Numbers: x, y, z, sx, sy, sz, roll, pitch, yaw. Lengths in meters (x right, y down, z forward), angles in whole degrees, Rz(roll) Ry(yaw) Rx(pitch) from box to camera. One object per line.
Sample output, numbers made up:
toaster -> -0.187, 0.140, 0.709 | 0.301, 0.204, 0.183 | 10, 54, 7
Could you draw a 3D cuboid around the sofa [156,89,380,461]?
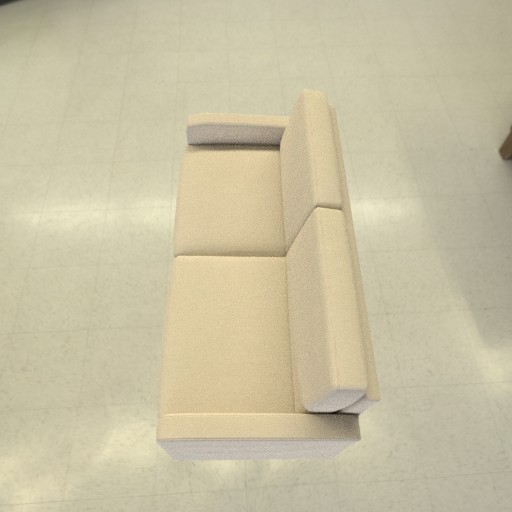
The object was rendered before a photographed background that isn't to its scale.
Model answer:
sofa -> 0.000, 0.000, 2.264 | 0.894, 0.831, 1.808 | -1, 59, 0
